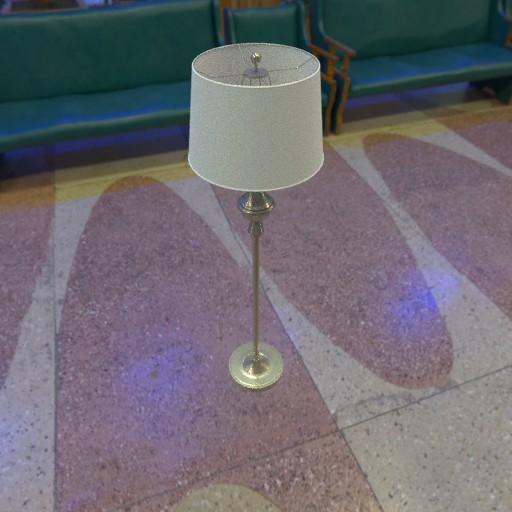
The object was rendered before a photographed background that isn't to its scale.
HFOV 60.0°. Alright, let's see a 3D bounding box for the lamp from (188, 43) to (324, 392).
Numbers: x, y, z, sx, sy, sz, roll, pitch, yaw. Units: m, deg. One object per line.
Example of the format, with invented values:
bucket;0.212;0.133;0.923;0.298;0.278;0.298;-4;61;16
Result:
lamp;0.000;0.000;1.705;0.431;1.488;0.431;0;42;0
